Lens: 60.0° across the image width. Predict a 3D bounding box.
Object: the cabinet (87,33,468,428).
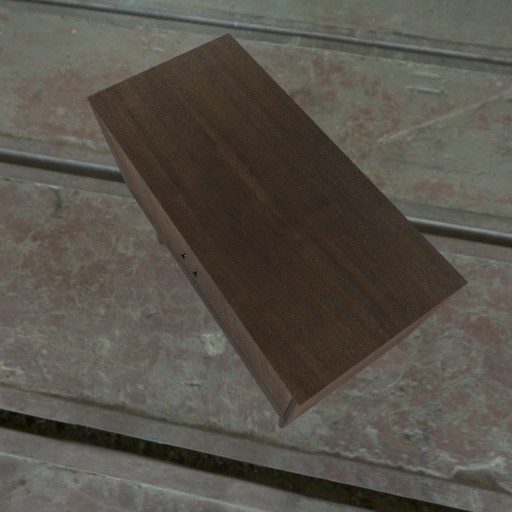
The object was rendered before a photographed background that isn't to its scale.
[{"bbox_3d":[0.000,0.000,1.127,0.354,0.654,0.743,-31,68,-14],"label":"cabinet"}]
